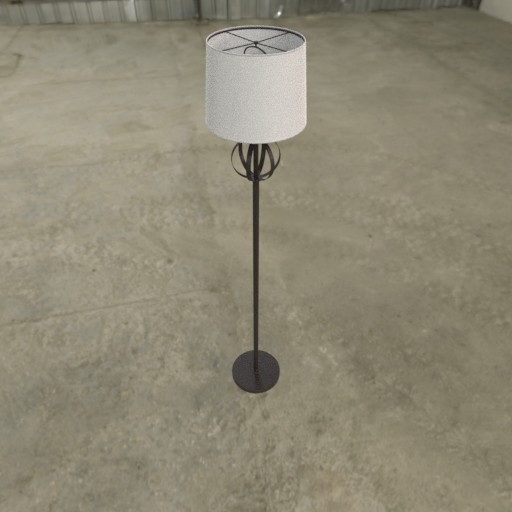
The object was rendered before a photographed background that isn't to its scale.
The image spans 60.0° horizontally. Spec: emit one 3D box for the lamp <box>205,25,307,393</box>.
[{"bbox_3d":[0.000,0.000,1.604,0.286,1.462,0.286,11,43,13],"label":"lamp"}]
